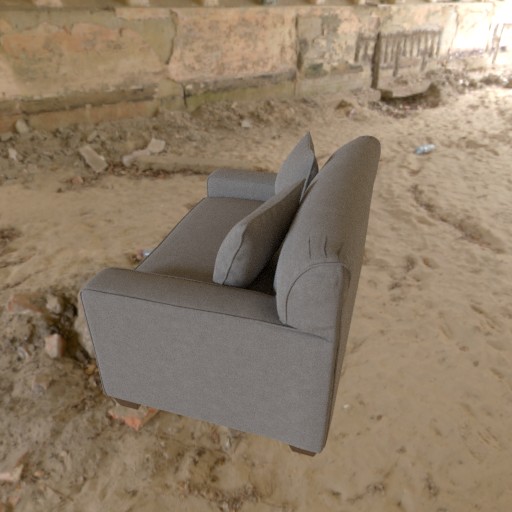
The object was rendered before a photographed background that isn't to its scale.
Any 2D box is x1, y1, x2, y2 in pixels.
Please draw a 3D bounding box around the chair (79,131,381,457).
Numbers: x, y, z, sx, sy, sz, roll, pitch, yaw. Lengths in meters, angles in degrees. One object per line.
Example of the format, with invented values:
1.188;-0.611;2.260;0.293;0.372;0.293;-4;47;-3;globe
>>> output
0.000;0.000;2.126;0.992;0.953;1.395;9;32;15;chair
